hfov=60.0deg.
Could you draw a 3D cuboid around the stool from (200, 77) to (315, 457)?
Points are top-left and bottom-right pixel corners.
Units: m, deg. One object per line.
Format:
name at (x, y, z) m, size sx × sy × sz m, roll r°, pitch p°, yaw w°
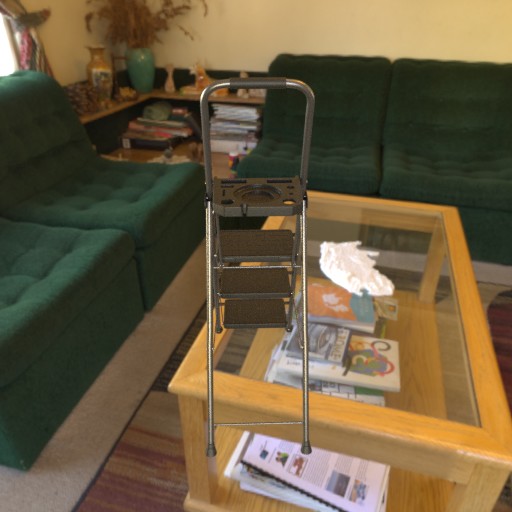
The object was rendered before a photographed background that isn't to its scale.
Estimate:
stool at (0.000, 0.000, 1.620) m, size 0.396 × 1.277 × 0.733 m, roll -1°, pitch 31°, yaw -1°
